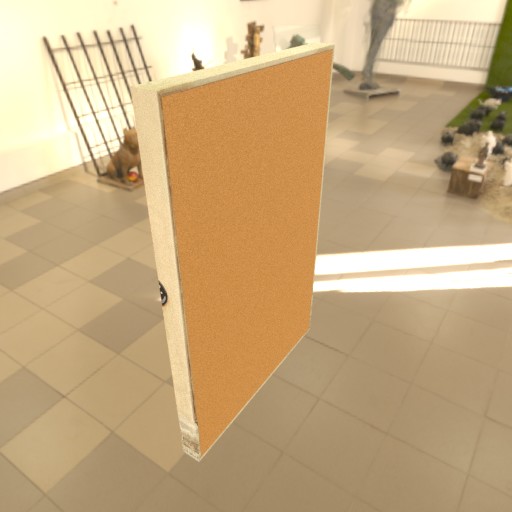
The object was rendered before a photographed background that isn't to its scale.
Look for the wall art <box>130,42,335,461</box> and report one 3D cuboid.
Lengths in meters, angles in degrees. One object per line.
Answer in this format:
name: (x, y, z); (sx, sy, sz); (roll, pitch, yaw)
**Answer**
wall art: (0.000, 0.000, 0.743); (0.036, 0.607, 0.403); (20, 37, 28)
